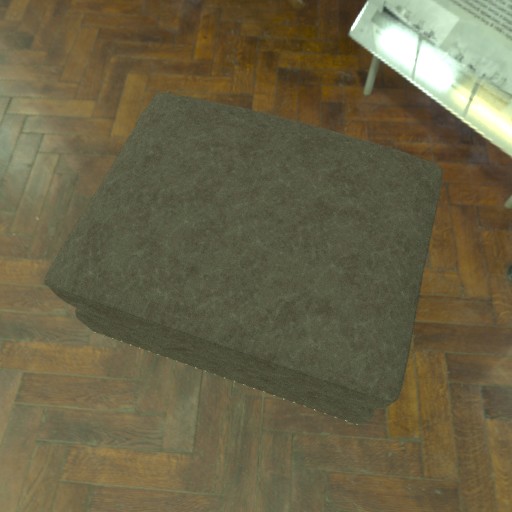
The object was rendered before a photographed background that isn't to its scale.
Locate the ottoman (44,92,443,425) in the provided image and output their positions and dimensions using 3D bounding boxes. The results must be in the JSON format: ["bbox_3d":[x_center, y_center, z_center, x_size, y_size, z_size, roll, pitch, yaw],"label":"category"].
[{"bbox_3d":[0.000,0.000,1.122,0.741,0.513,0.584,17,65,8],"label":"ottoman"}]
